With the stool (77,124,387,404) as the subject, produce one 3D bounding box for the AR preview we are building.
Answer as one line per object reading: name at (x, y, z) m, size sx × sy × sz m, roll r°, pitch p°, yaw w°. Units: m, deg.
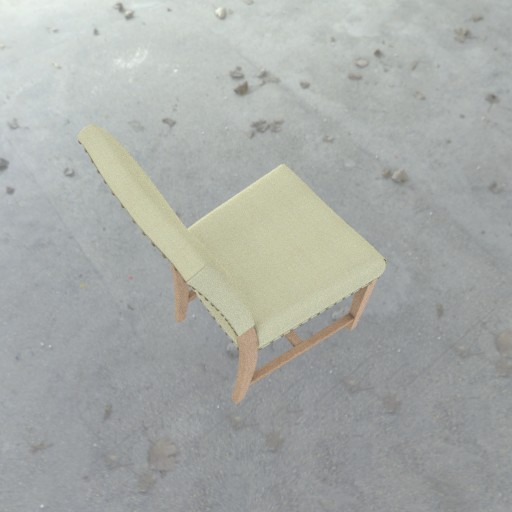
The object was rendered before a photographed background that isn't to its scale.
stool at (0.000, 0.000, 1.322) m, size 0.623 × 0.986 × 0.508 m, roll -32°, pitch 63°, yaw -19°
